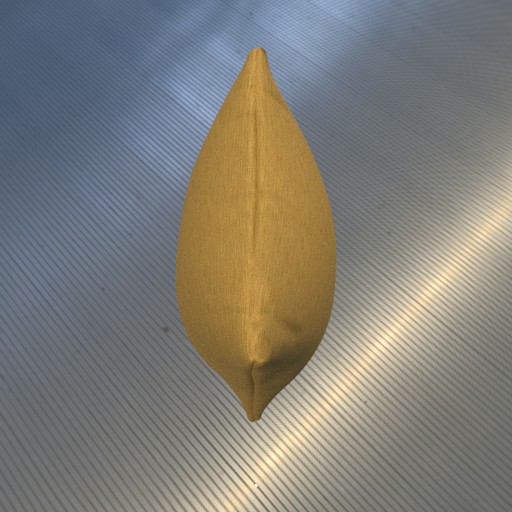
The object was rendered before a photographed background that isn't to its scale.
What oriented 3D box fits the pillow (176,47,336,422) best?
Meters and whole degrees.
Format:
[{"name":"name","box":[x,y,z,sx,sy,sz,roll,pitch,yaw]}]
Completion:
[{"name":"pillow","box":[0.000,0.000,0.683,0.247,0.417,0.435,0,63,0]}]
